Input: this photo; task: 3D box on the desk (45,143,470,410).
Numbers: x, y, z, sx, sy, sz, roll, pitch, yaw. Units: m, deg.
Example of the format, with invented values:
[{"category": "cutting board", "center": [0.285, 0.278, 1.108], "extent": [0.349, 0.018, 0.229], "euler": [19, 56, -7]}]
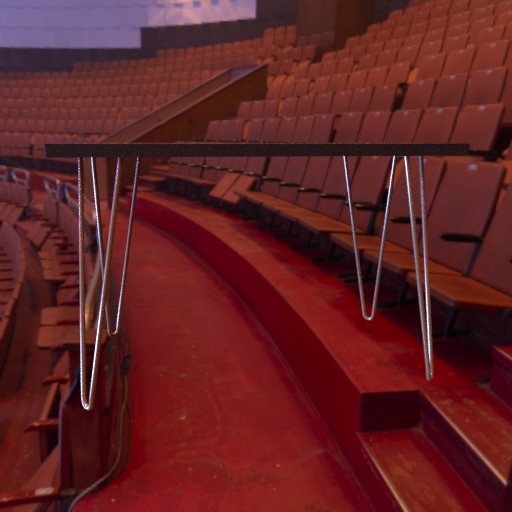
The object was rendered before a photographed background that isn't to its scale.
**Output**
[{"category": "desk", "center": [0.000, 0.000, 1.339], "extent": [0.991, 0.660, 0.499], "euler": [-2, 15, -9]}]
